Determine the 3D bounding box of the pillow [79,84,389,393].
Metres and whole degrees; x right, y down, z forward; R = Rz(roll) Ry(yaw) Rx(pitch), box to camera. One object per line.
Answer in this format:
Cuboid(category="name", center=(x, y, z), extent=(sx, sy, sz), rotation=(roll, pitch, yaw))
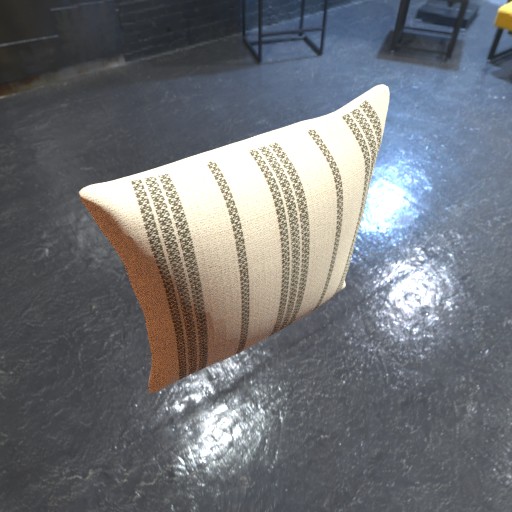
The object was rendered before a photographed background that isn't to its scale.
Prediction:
Cuboid(category="pillow", center=(0.000, 0.000, 0.638), extent=(0.405, 0.406, 0.173), rotation=(-25, 52, -22))
